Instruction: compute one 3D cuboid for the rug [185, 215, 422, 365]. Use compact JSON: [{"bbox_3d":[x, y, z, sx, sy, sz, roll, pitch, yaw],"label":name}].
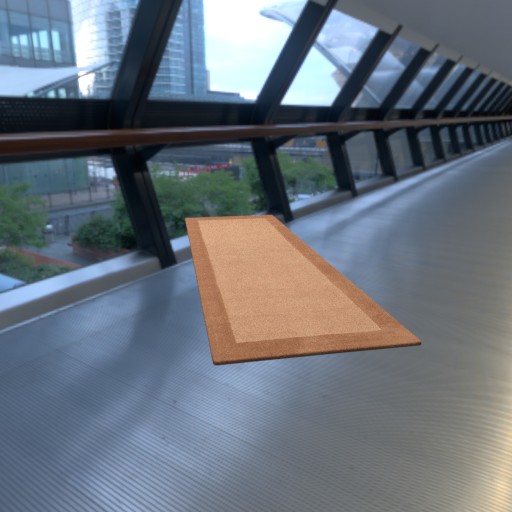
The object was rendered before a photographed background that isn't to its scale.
[{"bbox_3d":[0.000,0.000,2.691,0.764,0.017,2.439,-3,17,-10],"label":"rug"}]
